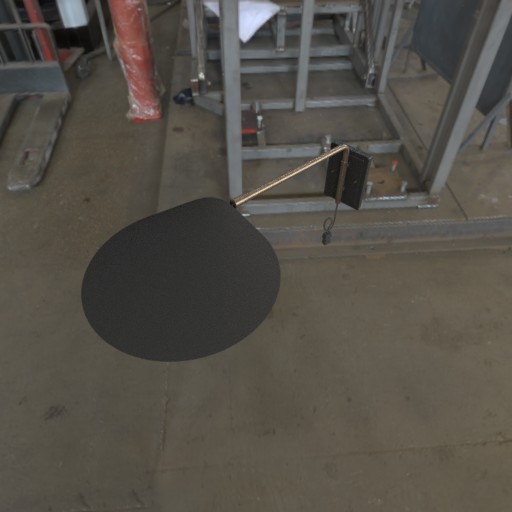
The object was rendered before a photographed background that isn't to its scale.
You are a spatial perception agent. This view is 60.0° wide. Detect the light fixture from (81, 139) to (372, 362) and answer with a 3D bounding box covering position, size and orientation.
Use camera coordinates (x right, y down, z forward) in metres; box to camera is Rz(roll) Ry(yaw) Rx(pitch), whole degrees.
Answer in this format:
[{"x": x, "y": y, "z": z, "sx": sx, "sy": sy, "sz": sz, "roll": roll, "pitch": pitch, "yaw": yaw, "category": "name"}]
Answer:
[{"x": 0.000, "y": 0.000, "z": 0.673, "sx": 0.240, "sy": 0.312, "sz": 0.516, "roll": 32, "pitch": 55, "yaw": 26, "category": "light fixture"}]
